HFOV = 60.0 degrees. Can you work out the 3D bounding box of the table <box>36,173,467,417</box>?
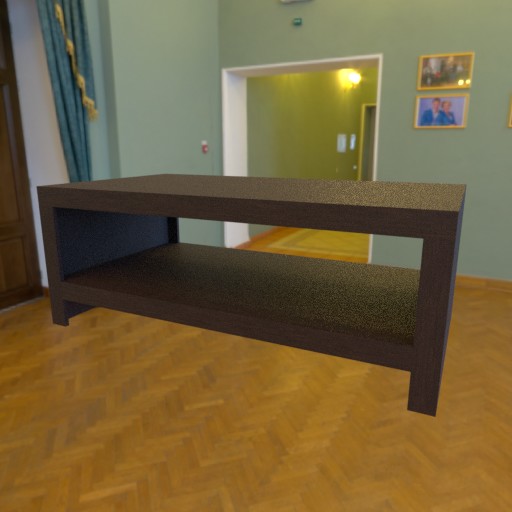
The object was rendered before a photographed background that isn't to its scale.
[{"bbox_3d":[0.000,0.000,1.340,1.099,0.424,0.597,7,16,25],"label":"table"}]
